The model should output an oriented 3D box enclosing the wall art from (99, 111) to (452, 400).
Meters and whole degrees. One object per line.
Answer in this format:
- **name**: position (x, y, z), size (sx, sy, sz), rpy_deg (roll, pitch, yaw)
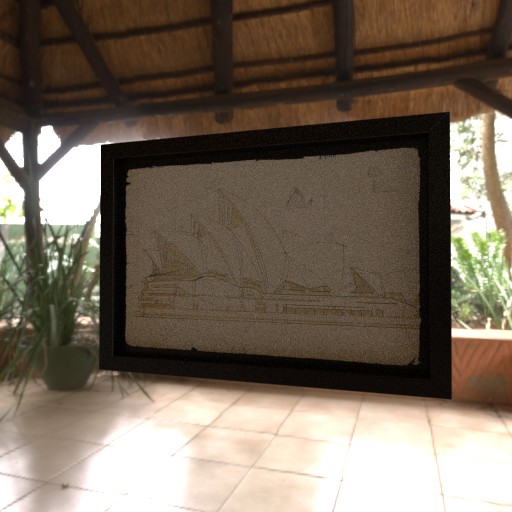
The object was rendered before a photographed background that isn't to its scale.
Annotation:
- **wall art**: position (0.000, 0.000, 0.814), size (0.657, 0.458, 0.027), rpy_deg (0, -1, 17)
